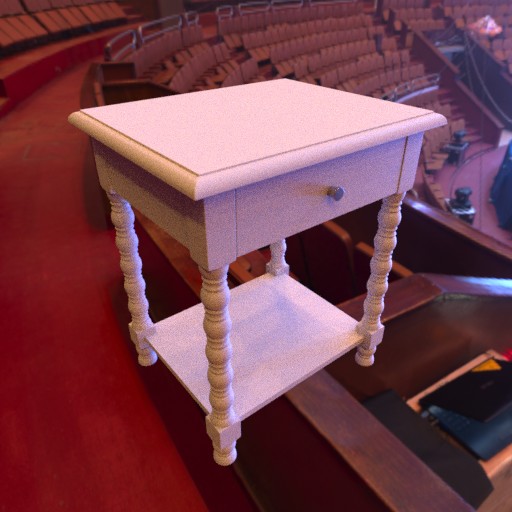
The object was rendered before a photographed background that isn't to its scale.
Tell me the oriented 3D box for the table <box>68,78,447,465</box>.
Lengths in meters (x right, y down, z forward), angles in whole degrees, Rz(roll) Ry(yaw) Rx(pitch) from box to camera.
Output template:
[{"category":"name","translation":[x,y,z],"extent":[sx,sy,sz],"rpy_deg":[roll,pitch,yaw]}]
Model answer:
[{"category":"table","translation":[0.000,0.000,0.827],"extent":[0.460,0.531,0.381],"rpy_deg":[-23,38,-32]}]
